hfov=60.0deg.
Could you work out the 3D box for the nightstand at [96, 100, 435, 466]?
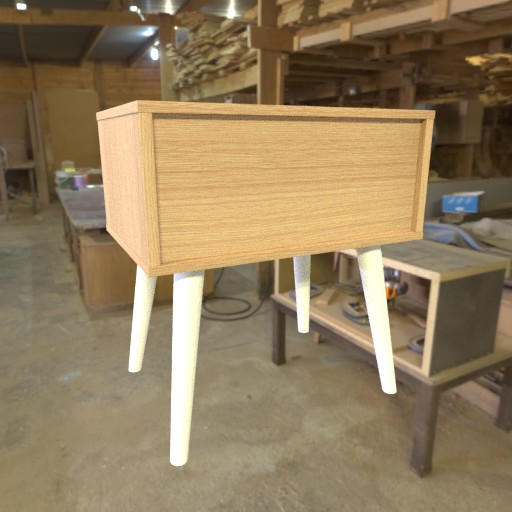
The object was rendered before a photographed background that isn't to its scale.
[{"bbox_3d":[0.000,0.000,0.985,0.571,0.610,0.407,-8,17,-26],"label":"nightstand"}]
